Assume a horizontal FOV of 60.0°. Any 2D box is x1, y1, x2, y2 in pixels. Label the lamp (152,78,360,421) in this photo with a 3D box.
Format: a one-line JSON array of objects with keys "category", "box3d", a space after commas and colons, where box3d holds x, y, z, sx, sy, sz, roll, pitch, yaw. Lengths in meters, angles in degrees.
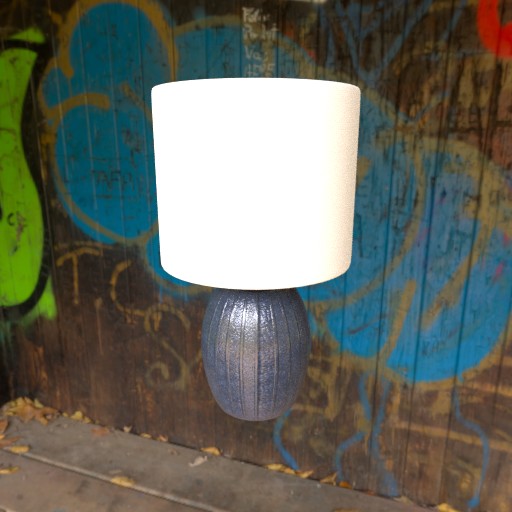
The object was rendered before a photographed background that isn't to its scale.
[{"category": "lamp", "box3d": [0.000, 0.000, 0.783, 0.329, 0.570, 0.329, -2, 15, -9]}]
